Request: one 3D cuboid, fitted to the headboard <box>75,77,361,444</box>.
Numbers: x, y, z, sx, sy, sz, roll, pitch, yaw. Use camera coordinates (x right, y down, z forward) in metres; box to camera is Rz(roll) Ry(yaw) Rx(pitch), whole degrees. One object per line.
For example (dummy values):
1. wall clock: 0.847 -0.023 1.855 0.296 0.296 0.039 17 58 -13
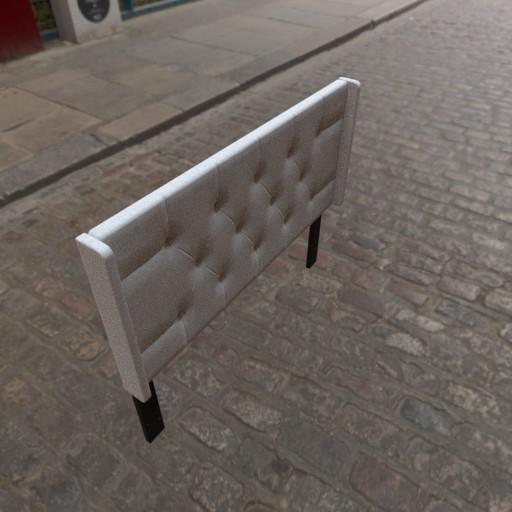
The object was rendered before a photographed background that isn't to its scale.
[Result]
1. headboard: 0.000 0.000 2.648 0.184 1.524 2.051 24 46 26
